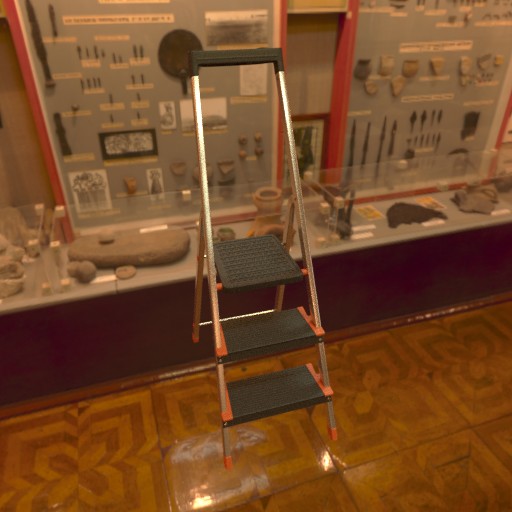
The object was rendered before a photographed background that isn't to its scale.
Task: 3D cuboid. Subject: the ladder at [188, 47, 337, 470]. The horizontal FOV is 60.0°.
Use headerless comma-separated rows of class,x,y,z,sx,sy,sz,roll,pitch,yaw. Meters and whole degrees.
ladder,0.000,0.000,1.501,0.416,1.229,0.686,-9,33,-14
